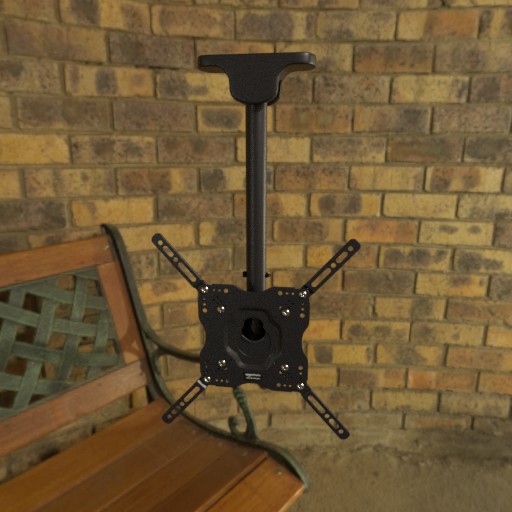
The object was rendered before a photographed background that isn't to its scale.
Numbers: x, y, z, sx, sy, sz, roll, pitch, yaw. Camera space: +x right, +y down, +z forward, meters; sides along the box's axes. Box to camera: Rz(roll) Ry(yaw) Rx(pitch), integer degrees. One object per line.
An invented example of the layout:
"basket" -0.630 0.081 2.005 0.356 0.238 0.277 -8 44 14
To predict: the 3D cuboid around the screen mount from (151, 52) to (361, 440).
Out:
"screen mount" 0.000 0.000 0.875 0.393 0.729 0.090 2 14 8
